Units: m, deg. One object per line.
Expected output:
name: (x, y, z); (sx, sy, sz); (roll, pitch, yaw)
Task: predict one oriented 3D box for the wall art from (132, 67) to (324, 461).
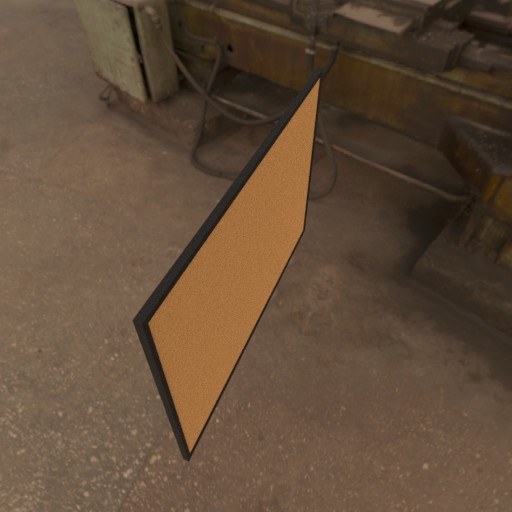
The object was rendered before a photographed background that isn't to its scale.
wall art: (0.000, 0.000, 0.861); (0.013, 0.458, 0.664); (18, 50, 15)
